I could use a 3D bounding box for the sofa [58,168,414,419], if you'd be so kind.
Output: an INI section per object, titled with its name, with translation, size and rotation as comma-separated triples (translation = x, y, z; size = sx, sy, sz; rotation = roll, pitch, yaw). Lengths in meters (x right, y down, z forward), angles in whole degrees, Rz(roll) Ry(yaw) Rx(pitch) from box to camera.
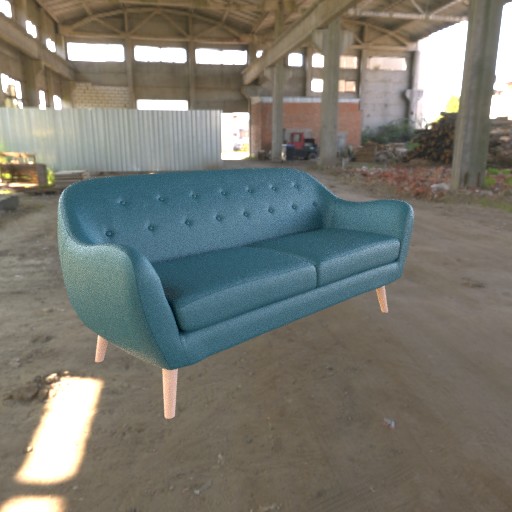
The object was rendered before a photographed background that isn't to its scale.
[sofa]
translation = 0.000, 0.000, 2.271
size = 1.840, 0.836, 0.820
rotation = -13, 19, -42
